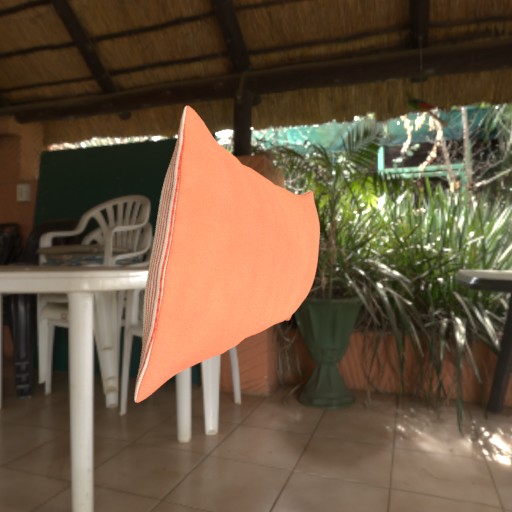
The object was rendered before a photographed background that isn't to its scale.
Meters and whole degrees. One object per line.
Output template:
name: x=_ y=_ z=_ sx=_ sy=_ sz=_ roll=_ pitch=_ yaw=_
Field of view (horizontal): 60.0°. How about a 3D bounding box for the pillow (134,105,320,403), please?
pillow: x=0.000 y=0.000 z=0.713 sx=0.156 sy=0.292 sz=0.608 roll=0 pitch=0 yaw=18
